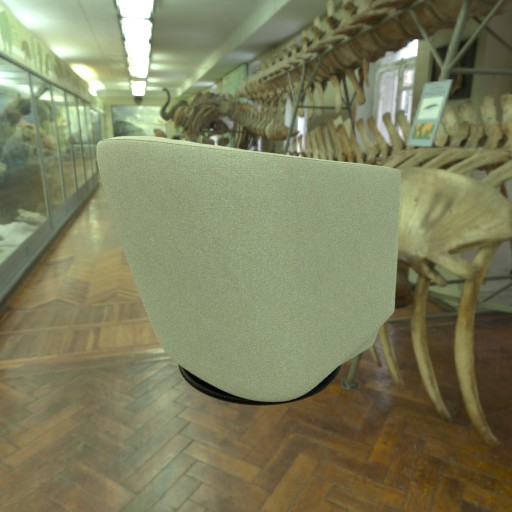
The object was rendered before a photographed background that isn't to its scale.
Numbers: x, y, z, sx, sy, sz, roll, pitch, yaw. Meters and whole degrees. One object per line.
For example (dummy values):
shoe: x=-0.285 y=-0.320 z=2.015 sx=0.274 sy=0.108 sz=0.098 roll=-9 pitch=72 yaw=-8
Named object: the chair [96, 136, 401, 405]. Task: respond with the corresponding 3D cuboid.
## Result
chair: x=0.000 y=0.000 z=1.630 sx=0.986 sy=0.861 sz=0.822 roll=-15 pitch=22 yaw=-43
